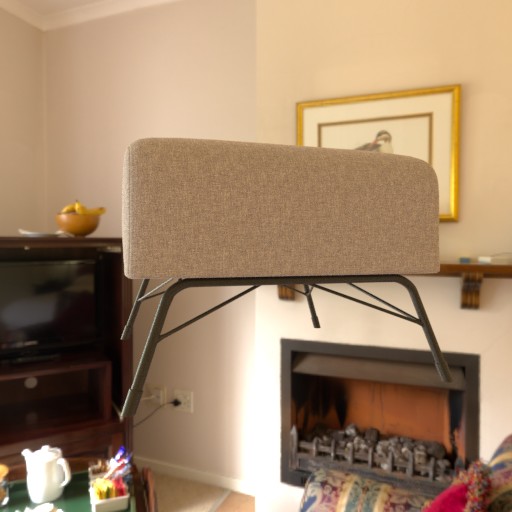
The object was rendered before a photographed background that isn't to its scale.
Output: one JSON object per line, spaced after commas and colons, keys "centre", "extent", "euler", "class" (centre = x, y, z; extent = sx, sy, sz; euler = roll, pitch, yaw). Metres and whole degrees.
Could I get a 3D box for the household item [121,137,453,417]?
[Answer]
{"centre": [0.000, 0.000, 0.905], "extent": [0.530, 0.410, 0.530], "euler": [0, 1, -17], "class": "household item"}
